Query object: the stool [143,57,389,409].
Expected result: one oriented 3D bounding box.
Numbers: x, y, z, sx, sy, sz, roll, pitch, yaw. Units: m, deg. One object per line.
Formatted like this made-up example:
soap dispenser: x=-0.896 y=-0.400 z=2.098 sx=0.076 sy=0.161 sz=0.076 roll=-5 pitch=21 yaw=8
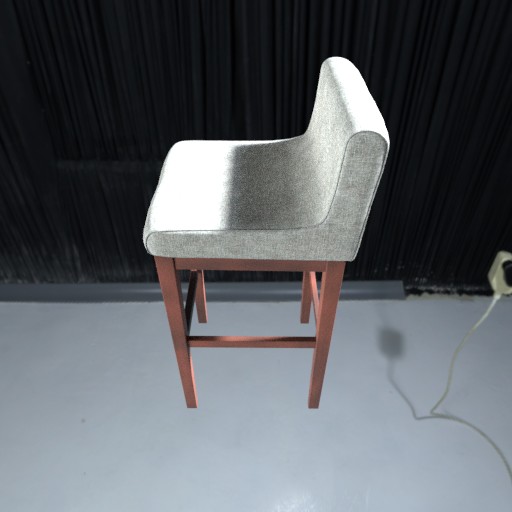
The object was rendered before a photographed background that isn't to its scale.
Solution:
stool: x=0.000 y=0.000 z=1.253 sx=0.499 sy=0.965 sz=0.426 roll=0 pitch=41 yaw=0
